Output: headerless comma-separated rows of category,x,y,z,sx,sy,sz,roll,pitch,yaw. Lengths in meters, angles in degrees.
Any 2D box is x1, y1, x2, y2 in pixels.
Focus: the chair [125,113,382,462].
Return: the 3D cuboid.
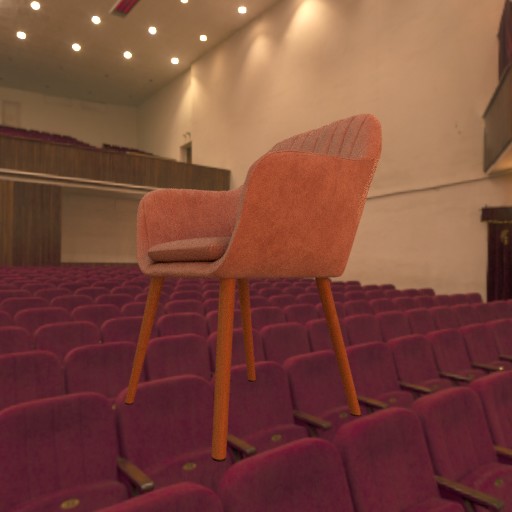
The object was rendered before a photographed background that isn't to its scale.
chair,0.000,0.000,1.245,0.570,0.832,0.610,1,-2,-38
